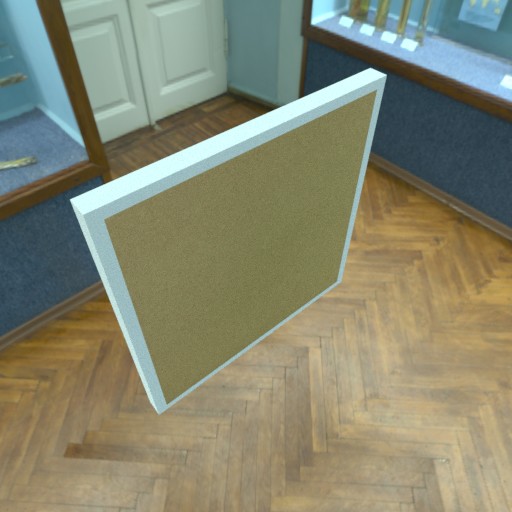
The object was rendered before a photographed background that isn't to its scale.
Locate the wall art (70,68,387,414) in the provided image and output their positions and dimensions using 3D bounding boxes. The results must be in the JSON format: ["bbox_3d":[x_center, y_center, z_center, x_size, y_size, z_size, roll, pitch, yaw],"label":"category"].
[{"bbox_3d":[0.000,0.000,0.469,0.307,0.307,0.020,-32,55,-26],"label":"wall art"}]
